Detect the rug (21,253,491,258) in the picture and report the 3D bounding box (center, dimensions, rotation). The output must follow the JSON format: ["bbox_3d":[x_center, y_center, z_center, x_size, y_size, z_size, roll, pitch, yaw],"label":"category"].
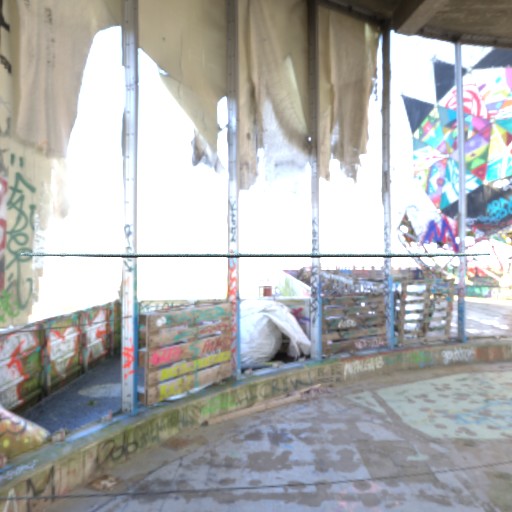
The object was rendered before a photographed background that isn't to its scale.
[{"bbox_3d":[0.000,0.000,3.053,2.438,0.015,1.524,0,-1,0],"label":"rug"}]
